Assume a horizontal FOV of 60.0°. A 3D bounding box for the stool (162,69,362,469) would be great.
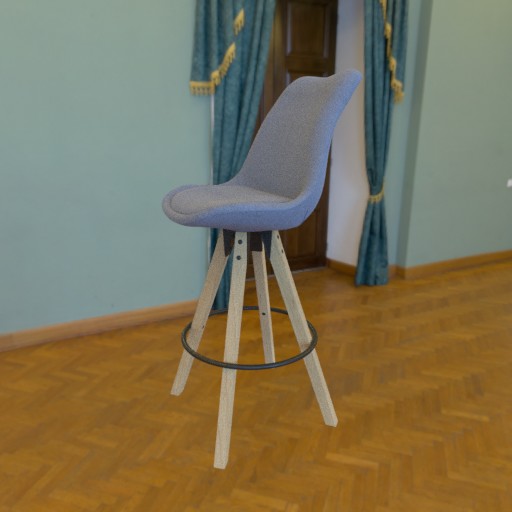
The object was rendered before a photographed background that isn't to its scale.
[{"bbox_3d":[0.000,0.000,1.423,0.550,1.115,0.485,-8,18,-27],"label":"stool"}]
